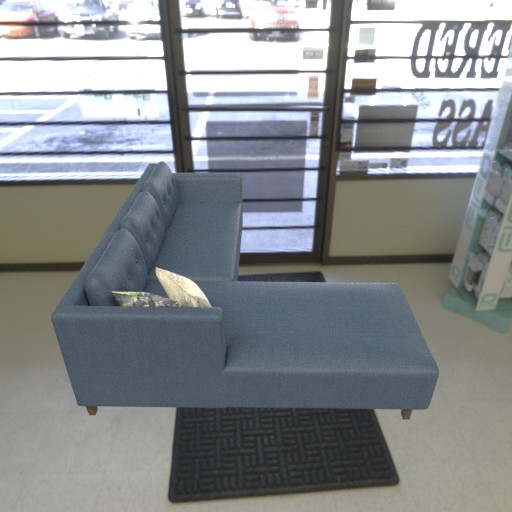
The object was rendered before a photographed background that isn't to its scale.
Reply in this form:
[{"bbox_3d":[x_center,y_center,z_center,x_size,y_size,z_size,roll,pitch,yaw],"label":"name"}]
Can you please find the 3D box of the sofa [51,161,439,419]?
[{"bbox_3d":[0.000,0.000,3.038,1.829,0.787,2.120,0,31,1],"label":"sofa"}]
